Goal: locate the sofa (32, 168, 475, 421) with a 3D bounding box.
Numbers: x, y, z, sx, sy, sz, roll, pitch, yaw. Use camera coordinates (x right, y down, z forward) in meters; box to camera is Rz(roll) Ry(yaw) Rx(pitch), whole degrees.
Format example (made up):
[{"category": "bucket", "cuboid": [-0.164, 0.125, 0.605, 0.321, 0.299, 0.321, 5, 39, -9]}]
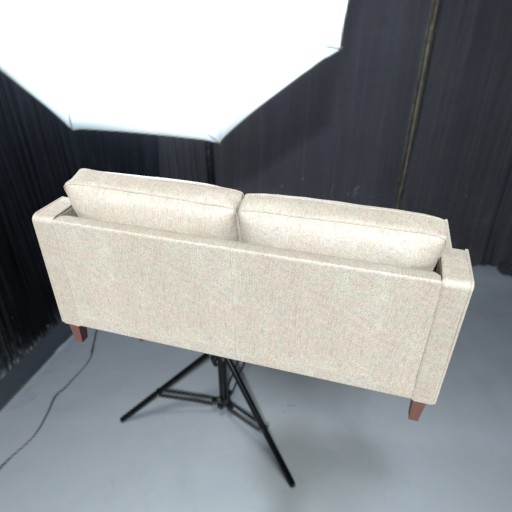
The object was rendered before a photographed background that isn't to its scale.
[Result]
[{"category": "sofa", "cuboid": [0.000, 0.000, 2.687, 2.181, 1.074, 1.073, 9, 32, 14]}]
